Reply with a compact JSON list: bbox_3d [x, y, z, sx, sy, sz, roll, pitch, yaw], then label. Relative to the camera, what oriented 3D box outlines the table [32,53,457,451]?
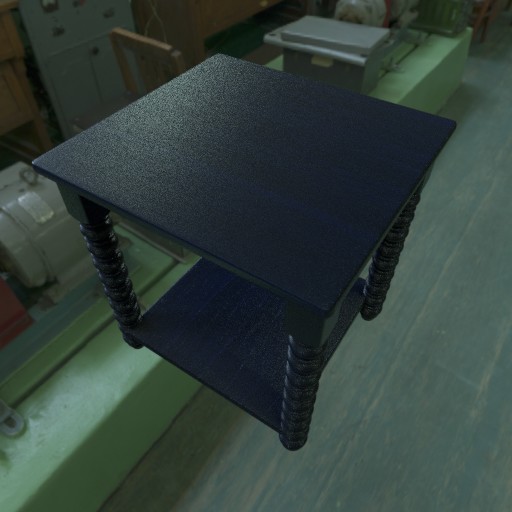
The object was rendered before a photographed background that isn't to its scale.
[{"bbox_3d":[0.000,0.000,0.949,0.533,0.567,0.500,26,52,22],"label":"table"}]
